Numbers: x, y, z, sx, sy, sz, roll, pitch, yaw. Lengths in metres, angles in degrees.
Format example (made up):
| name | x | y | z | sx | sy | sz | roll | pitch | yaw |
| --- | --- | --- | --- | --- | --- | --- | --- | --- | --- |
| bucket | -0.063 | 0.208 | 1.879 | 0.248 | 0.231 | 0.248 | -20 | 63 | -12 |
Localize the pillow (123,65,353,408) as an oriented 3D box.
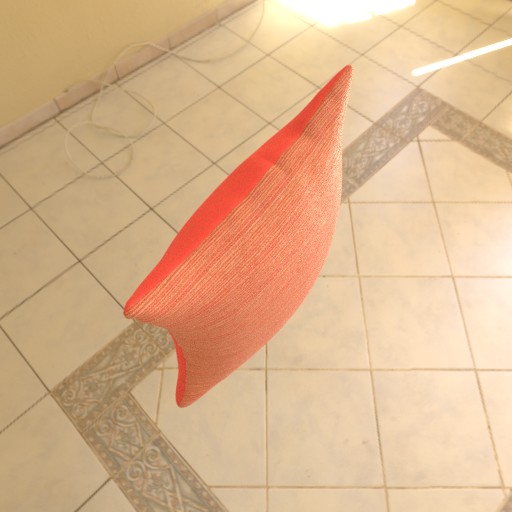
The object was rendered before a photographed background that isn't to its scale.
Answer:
| name | x | y | z | sx | sy | sz | roll | pitch | yaw |
| --- | --- | --- | --- | --- | --- | --- | --- | --- | --- |
| pillow | 0.000 | 0.000 | 0.833 | 0.229 | 0.501 | 0.559 | 32 | 65 | 17 |
